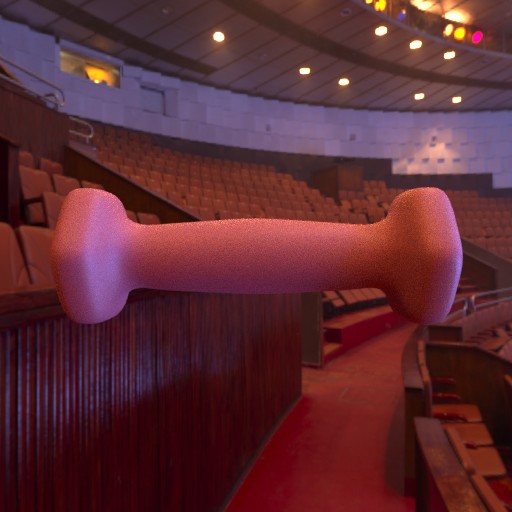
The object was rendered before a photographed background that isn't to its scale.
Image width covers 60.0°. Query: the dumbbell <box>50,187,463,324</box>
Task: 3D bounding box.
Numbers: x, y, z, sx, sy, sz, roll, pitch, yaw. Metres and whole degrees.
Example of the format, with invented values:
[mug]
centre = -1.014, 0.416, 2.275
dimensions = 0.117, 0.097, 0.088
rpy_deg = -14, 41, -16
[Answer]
[dumbbell]
centre = 0.000, 0.000, 0.146
dimensions = 0.123, 0.043, 0.047
rpy_deg = 0, 0, 1
